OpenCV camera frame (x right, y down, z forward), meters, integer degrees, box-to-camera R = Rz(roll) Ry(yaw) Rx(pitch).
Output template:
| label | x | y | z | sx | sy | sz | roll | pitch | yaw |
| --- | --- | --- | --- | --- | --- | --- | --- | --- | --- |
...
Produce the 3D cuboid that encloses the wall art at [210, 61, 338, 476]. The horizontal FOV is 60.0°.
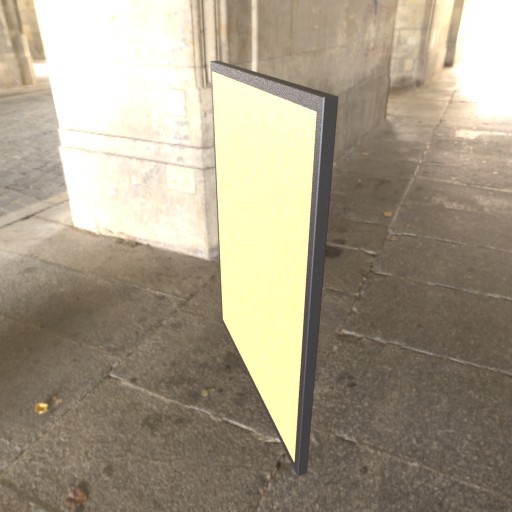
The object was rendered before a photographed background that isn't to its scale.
| label | x | y | z | sx | sy | sz | roll | pitch | yaw |
| --- | --- | --- | --- | --- | --- | --- | --- | --- | --- |
| wall art | 0.000 | 0.000 | 1.342 | 0.030 | 1.027 | 0.774 | -10 | 30 | -18 |
